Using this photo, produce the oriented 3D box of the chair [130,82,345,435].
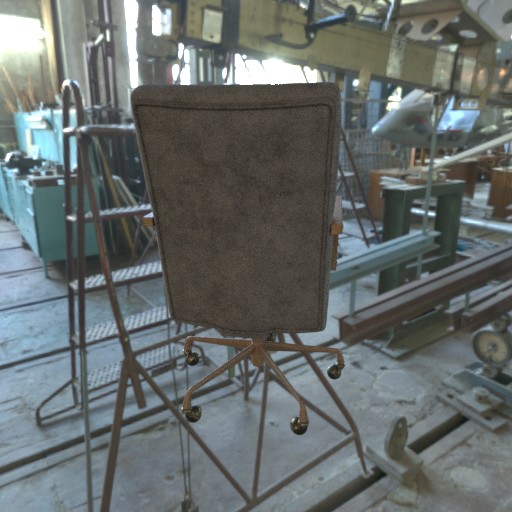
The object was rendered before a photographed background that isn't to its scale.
[{"bbox_3d":[0.000,0.000,1.464,0.640,1.029,0.741,3,18,9],"label":"chair"}]
